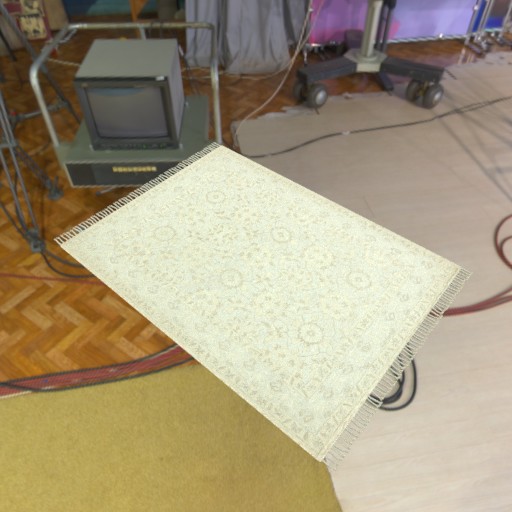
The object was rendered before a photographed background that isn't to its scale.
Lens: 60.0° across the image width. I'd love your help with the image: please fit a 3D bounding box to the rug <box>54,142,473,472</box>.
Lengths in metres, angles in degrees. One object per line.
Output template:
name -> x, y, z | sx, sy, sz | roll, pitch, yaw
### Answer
rug -> 0.000, 0.000, 2.265 | 1.771, 0.015, 1.223 | 32, 55, 26
